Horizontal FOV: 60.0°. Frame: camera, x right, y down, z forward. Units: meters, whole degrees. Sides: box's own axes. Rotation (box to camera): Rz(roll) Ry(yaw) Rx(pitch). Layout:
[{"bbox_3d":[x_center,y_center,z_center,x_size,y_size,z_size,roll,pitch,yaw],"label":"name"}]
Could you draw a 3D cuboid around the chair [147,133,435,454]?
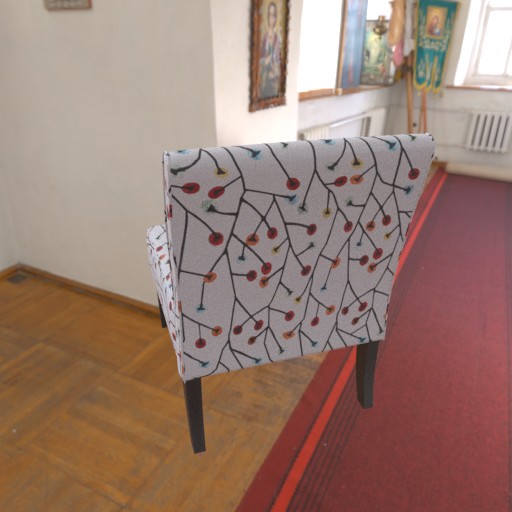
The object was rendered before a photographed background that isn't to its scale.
[{"bbox_3d":[0.000,0.000,1.337,0.597,0.813,0.732,-8,27,-16],"label":"chair"}]
